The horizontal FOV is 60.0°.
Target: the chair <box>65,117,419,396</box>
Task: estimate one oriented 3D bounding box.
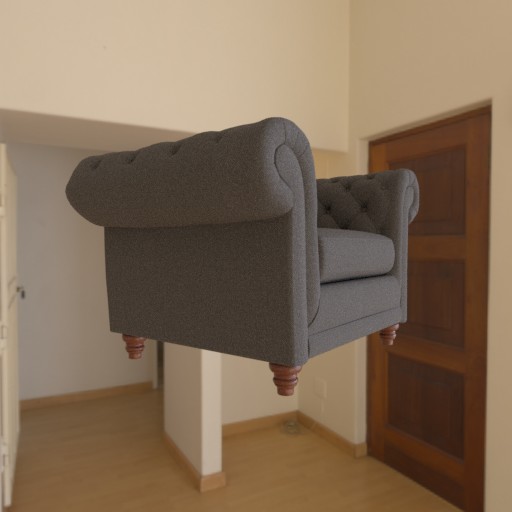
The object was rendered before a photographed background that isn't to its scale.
[{"bbox_3d":[0.000,0.000,1.843,0.976,0.770,1.270,1,2,37],"label":"chair"}]
